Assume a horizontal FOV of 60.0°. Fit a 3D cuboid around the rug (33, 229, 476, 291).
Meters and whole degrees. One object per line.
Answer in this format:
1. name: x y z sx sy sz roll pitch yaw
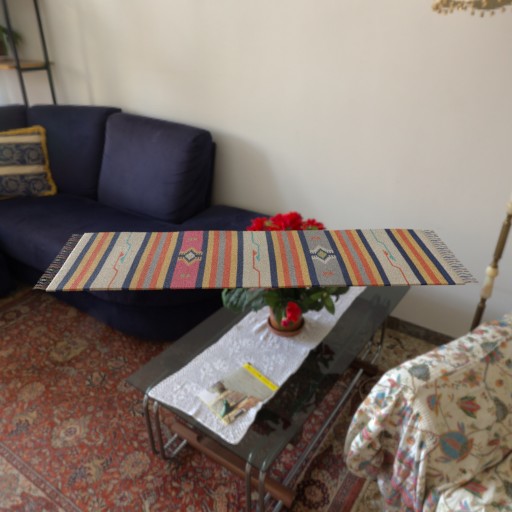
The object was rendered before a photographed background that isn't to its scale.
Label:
1. rug: 0.000 0.000 2.721 2.455 0.017 0.695 -1 29 -1
